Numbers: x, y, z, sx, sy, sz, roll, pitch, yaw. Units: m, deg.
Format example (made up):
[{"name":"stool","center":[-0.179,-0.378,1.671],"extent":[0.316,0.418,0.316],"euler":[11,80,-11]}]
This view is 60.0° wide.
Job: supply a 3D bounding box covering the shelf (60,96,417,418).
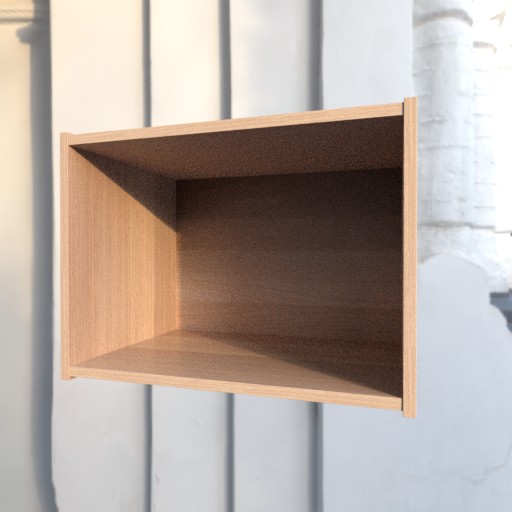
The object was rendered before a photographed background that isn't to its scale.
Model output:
[{"name":"shelf","center":[0.000,0.000,0.621],"extent":[0.415,0.305,0.290],"euler":[0,1,18]}]
